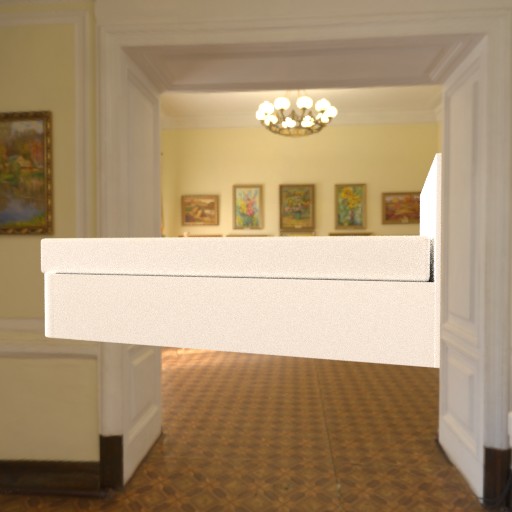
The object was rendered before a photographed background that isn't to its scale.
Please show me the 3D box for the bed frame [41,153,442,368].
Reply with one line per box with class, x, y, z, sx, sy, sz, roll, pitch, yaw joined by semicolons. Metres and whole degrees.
bed frame;0.000;0.000;2.607;1.900;0.800;1.400;0;1;18
